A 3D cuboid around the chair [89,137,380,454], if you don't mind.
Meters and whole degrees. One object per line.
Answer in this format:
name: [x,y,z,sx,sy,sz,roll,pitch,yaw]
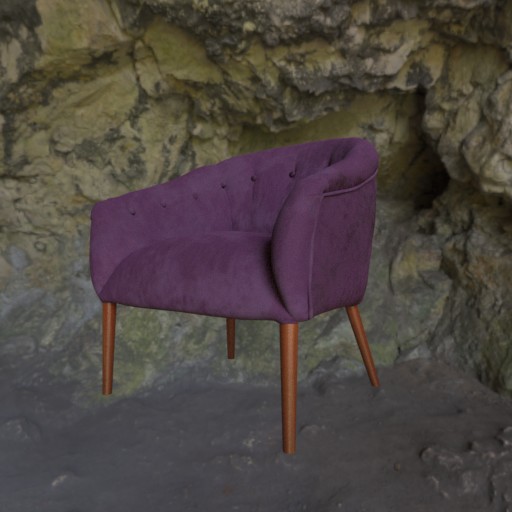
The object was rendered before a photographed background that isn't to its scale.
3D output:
chair: [0.000,0.000,1.490,0.851,0.885,0.776,1,1,36]
